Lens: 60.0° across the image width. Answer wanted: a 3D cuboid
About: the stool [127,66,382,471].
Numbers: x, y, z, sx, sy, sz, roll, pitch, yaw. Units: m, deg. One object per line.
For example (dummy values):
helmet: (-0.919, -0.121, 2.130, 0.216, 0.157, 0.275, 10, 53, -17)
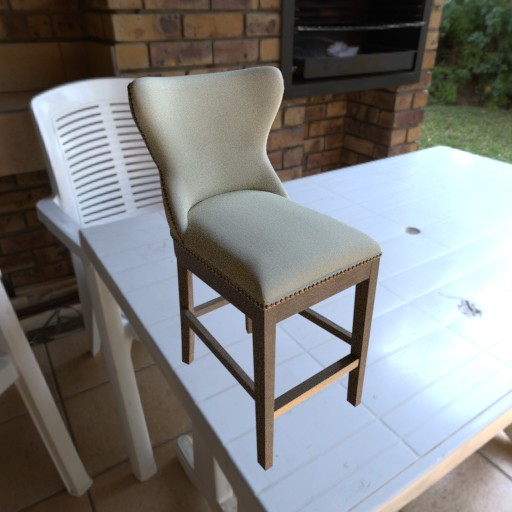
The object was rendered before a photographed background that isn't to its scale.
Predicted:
stool: (0.000, 0.000, 1.318, 0.498, 0.981, 0.608, -21, 35, -32)
